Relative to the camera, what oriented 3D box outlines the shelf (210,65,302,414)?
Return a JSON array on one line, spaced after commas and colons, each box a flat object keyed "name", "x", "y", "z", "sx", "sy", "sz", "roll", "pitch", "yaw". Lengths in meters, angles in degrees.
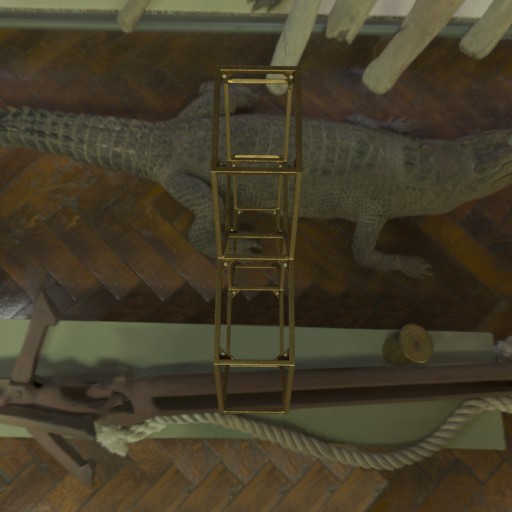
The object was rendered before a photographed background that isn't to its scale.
[{"name": "shelf", "x": 0.000, "y": 0.000, "z": 1.050, "sx": 0.150, "sy": 0.701, "sz": 0.708, "roll": 1, "pitch": 76, "yaw": 0}]
